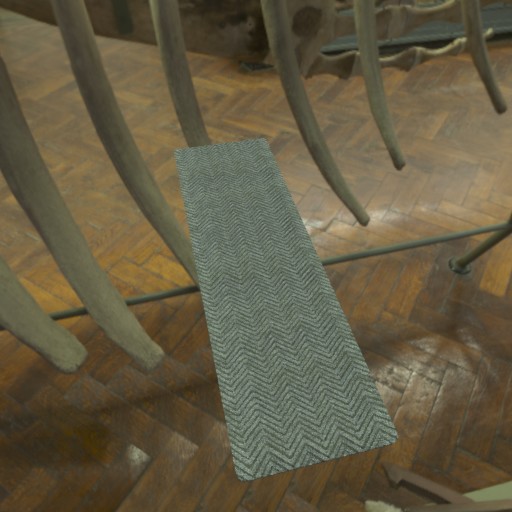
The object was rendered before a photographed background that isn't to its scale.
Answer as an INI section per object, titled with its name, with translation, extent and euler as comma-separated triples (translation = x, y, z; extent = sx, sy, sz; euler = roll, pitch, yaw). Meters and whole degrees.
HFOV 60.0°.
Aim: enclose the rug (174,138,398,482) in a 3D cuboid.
[rug]
translation = 0.000, 0.000, 2.520
extent = 0.686, 0.008, 2.286
euler = -10, 49, -9
